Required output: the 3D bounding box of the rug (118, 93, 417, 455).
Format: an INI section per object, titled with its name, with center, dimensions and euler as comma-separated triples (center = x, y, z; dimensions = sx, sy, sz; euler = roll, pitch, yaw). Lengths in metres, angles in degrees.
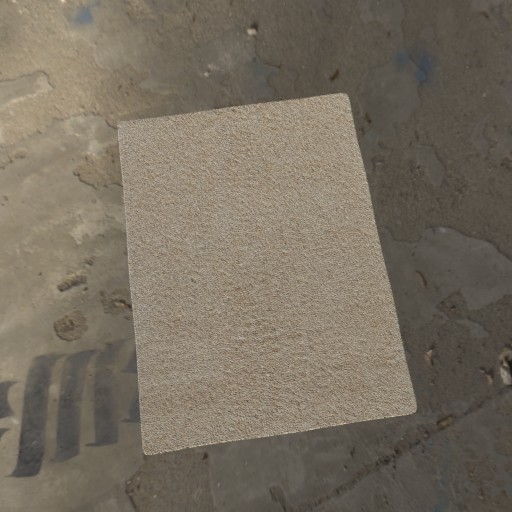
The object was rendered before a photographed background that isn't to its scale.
[rug]
center = 0.000, 0.000, 2.105
dimensions = 1.200, 0.027, 1.600
euler = -8, 76, -2
